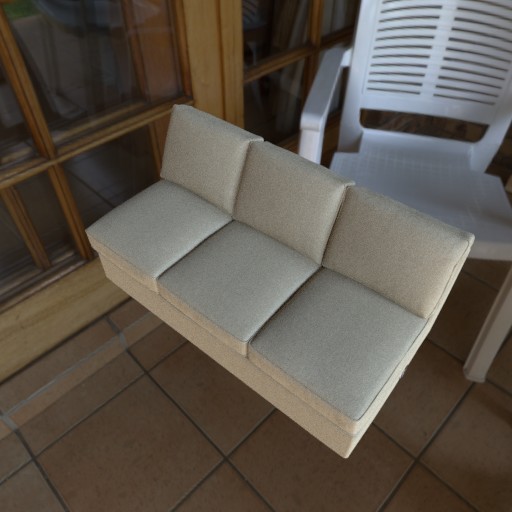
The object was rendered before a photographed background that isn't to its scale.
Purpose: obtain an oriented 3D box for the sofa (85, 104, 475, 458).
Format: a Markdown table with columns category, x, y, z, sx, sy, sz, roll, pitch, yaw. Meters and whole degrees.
| category | x | y | z | sx | sy | sz | roll | pitch | yaw |
| --- | --- | --- | --- | --- | --- | --- | --- | --- | --- |
| sofa | 0.000 | 0.000 | 2.563 | 1.962 | 0.973 | 1.027 | 31 | 53 | 26 |
